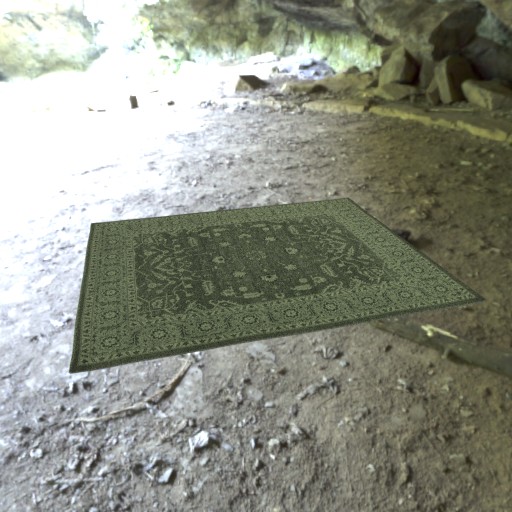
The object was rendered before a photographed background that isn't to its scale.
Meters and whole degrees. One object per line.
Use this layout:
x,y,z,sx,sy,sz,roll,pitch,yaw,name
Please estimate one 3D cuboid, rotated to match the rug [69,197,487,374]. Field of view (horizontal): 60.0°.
0.000,0.000,4.125,3.069,0.026,2.451,-7,28,-14,rug
